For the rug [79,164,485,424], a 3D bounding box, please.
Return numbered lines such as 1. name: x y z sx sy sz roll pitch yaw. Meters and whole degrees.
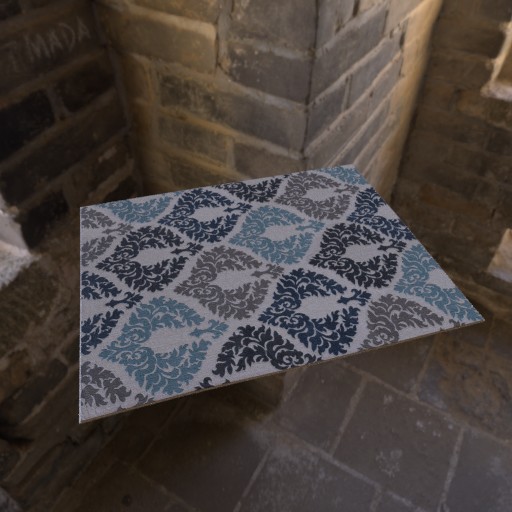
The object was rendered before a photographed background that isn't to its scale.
1. rug: 0.000 0.000 3.988 3.040 0.014 2.423 -11 44 -12
